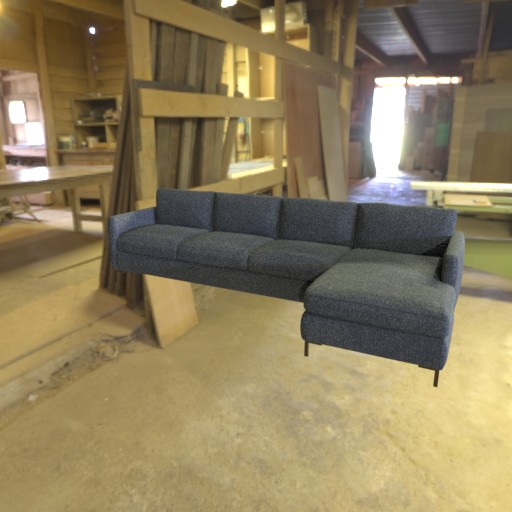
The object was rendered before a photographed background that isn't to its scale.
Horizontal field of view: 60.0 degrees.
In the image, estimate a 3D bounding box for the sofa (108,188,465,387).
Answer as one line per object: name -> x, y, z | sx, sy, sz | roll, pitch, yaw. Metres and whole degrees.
sofa -> 0.000, 0.000, 3.471 | 2.932, 0.810, 1.350 | 8, 17, 26
